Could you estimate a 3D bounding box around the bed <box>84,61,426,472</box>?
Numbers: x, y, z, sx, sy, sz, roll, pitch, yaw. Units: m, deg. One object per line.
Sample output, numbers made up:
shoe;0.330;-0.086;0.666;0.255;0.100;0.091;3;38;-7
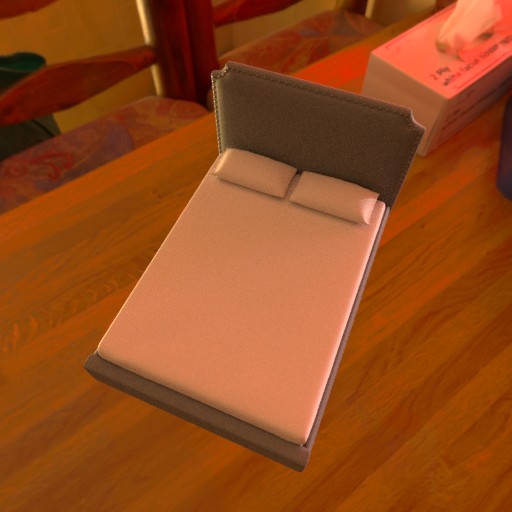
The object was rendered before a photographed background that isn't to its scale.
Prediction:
bed;0.000;0.000;3.322;1.712;1.443;2.372;20;60;12
